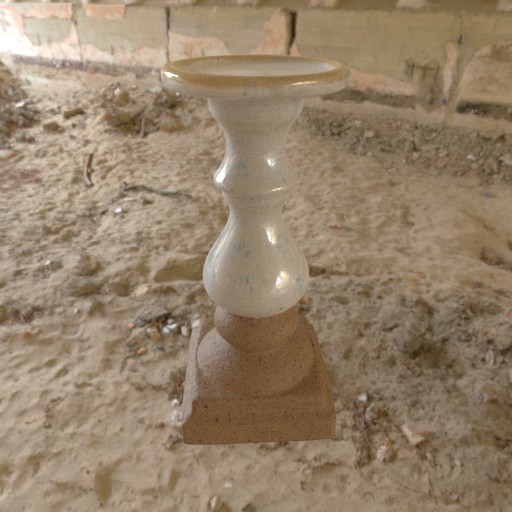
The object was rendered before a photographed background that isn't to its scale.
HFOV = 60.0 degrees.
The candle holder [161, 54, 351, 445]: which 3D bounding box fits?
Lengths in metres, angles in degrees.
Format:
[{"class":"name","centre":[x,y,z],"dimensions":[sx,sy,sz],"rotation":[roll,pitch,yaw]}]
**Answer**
[{"class":"candle holder","centre":[0.000,0.000,0.298],"dimensions":[0.110,0.239,0.110],"rotation":[-1,30,-2]}]
